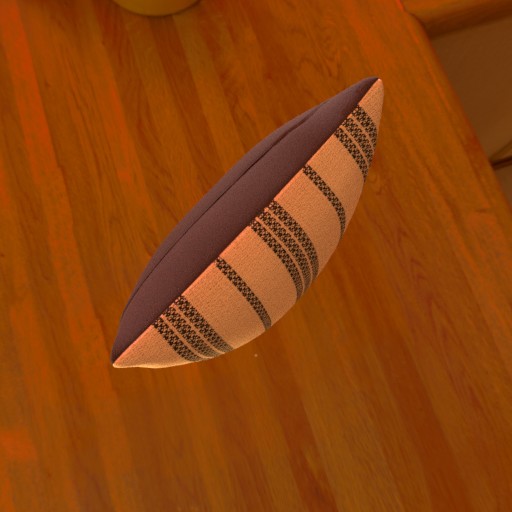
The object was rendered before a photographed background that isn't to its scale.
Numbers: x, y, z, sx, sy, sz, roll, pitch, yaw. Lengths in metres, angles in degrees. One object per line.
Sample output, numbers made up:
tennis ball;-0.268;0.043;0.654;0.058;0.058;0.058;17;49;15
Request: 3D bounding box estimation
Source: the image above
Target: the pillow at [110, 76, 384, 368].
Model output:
pillow;0.000;0.000;0.637;0.173;0.406;0.405;41;80;8
